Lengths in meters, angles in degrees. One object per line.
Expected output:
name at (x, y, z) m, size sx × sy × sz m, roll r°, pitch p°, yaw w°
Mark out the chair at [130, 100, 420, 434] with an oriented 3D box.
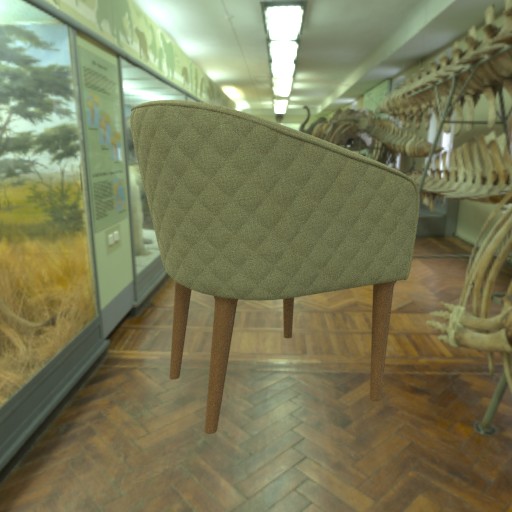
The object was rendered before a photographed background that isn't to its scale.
chair at (0.000, 0.000, 1.217) m, size 0.616 × 0.775 × 0.584 m, roll -7°, pitch 16°, yaw -27°
